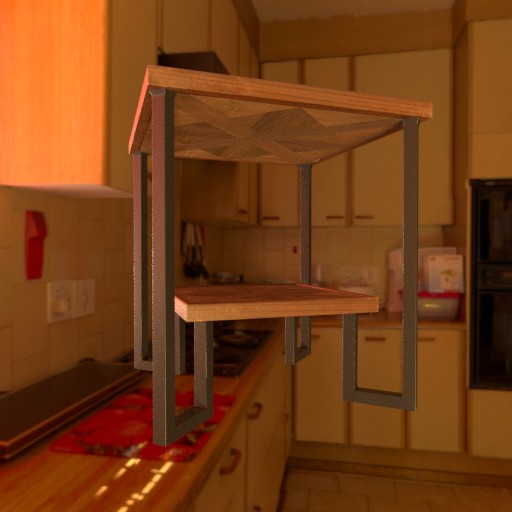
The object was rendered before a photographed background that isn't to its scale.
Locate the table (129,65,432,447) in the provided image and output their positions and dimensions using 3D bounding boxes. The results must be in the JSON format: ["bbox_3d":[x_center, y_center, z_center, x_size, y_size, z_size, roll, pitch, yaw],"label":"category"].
[{"bbox_3d":[0.000,0.000,0.961,0.503,0.563,0.503,0,1,-19],"label":"table"}]
